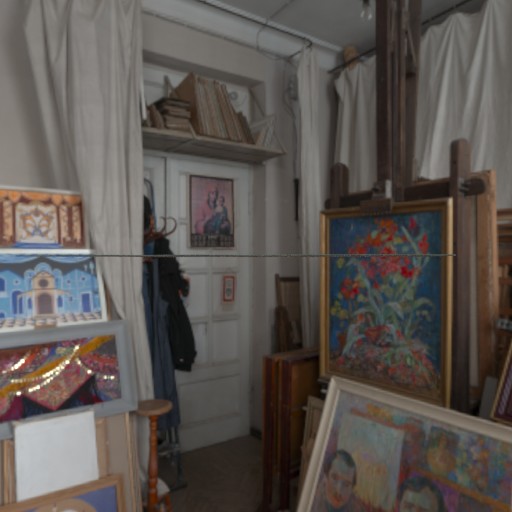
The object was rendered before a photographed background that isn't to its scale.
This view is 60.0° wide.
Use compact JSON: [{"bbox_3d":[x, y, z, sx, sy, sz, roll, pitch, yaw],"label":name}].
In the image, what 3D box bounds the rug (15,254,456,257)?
[{"bbox_3d":[0.000,0.000,4.012,3.048,0.013,2.438,0,0,17],"label":"rug"}]
